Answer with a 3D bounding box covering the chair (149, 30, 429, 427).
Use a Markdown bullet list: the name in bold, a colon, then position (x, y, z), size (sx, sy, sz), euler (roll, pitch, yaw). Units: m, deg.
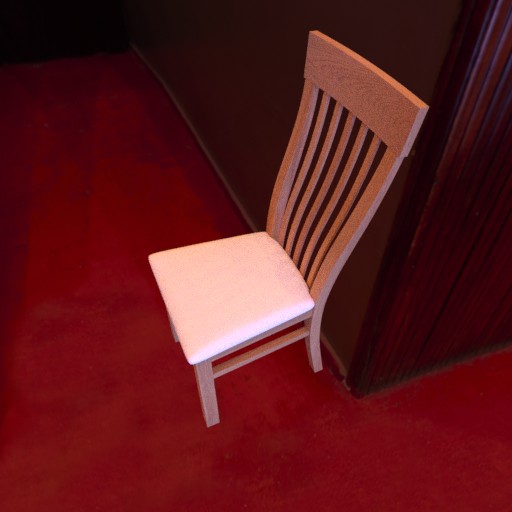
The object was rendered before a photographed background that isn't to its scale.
- **chair**: position (0.000, 0.000, 1.322), size (0.580, 1.050, 0.450), euler (-18, 49, -16)
